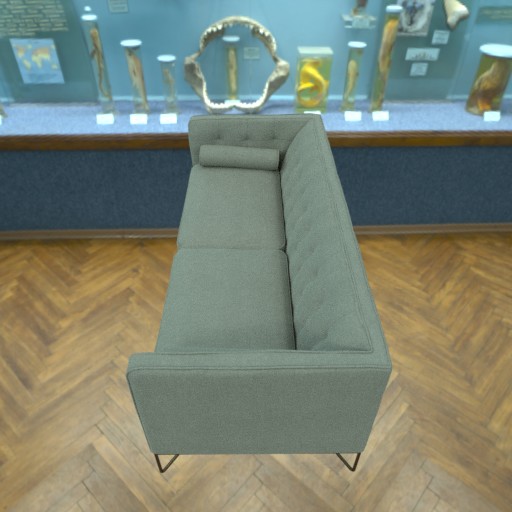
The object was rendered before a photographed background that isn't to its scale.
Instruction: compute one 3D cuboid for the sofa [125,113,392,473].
[{"bbox_3d":[0.000,0.000,2.491,0.912,0.798,2.079,0,41,0],"label":"sofa"}]
